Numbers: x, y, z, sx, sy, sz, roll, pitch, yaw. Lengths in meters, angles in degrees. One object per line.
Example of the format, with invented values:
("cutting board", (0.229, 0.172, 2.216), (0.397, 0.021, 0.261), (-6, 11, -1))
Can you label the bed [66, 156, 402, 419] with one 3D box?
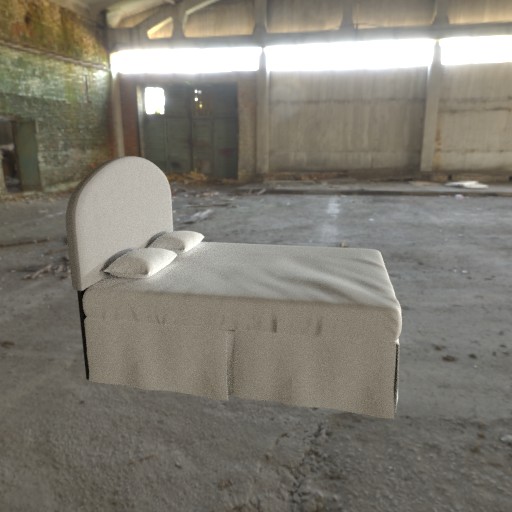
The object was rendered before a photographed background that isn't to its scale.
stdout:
("bed", (0.000, 0.000, 3.233), (2.005, 1.410, 1.607), (3, 14, 11))
